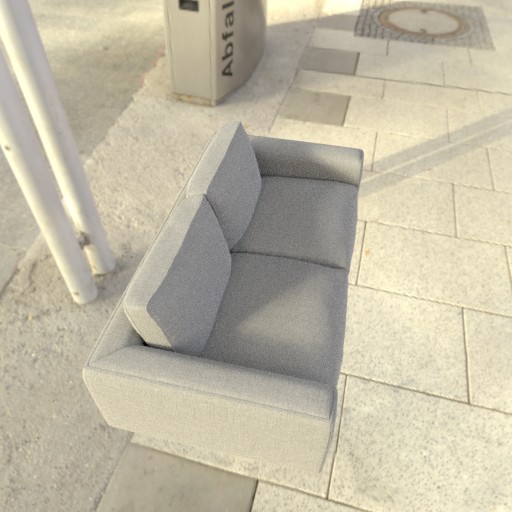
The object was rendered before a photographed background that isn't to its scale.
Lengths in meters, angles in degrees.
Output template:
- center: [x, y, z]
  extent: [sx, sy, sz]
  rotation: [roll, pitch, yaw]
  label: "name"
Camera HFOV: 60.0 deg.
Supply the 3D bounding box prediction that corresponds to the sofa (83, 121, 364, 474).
- center: [0.000, 0.000, 2.462]
  extent: [1.069, 0.800, 1.920]
  rotation: [9, 47, 9]
  label: "sofa"
